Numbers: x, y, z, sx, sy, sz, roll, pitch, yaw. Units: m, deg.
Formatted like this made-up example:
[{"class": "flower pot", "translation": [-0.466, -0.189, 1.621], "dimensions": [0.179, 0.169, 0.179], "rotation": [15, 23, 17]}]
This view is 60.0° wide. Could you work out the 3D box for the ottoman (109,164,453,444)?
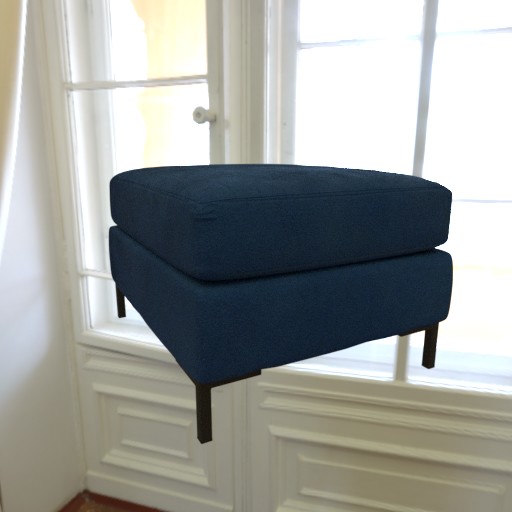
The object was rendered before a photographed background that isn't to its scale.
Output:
[{"class": "ottoman", "translation": [0.000, 0.000, 1.206], "dimensions": [0.655, 0.485, 0.794], "rotation": [-7, 15, -28]}]
